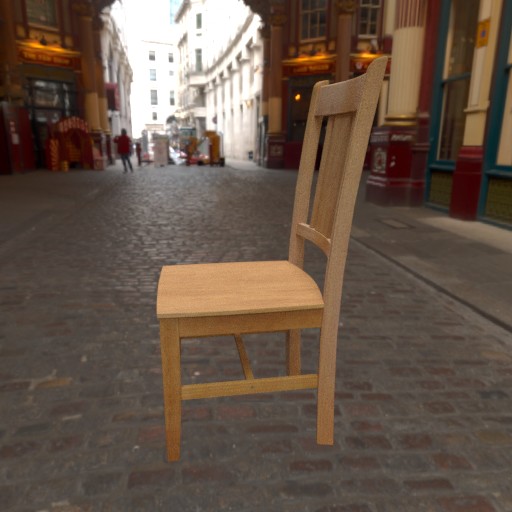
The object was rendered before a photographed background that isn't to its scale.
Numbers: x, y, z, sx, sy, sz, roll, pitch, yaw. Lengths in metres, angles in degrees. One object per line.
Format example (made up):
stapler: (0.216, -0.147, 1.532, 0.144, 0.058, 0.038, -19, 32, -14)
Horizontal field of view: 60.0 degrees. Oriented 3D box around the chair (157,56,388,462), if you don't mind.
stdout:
chair: (0.000, 0.000, 1.269, 0.556, 0.998, 0.450, -2, 15, -9)
